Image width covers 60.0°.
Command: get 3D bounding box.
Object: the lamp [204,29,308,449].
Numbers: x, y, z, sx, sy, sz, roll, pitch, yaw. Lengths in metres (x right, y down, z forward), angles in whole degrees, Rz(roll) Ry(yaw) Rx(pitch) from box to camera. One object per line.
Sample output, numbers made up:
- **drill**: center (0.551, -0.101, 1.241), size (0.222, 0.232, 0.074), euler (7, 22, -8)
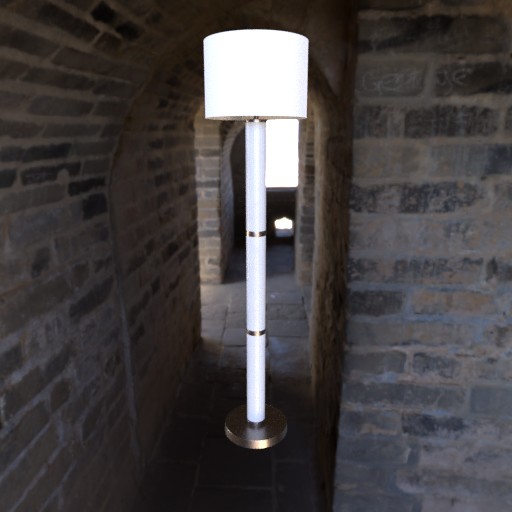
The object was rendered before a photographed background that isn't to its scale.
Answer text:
- **lamp**: center (0.000, 0.000, 1.792), size (0.377, 1.599, 0.377), euler (14, 20, 43)
